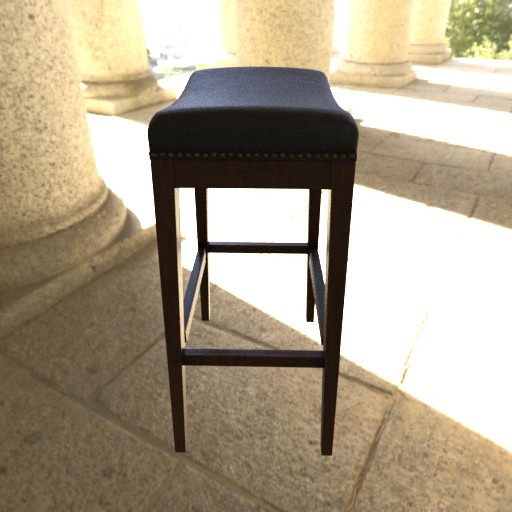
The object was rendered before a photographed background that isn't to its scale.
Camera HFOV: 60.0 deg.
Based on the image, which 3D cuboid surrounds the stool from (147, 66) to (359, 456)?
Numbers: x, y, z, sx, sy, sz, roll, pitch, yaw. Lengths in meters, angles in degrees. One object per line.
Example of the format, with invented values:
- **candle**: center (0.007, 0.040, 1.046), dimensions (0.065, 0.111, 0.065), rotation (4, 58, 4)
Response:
- **stool**: center (0.000, 0.000, 1.035), dimensions (0.361, 0.765, 0.500), rotation (1, 31, 1)
